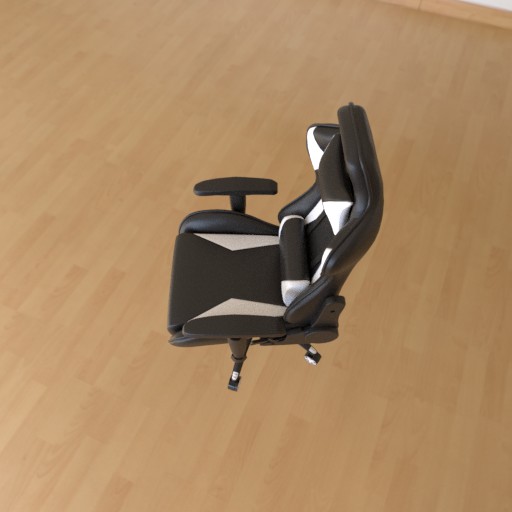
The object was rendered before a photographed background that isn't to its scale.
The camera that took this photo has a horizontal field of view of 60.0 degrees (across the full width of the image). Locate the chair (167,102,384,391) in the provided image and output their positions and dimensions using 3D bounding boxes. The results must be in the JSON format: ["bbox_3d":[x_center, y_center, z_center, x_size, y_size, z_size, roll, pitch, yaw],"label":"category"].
[{"bbox_3d":[0.000,0.000,1.695,0.695,1.285,0.730,-1,58,0],"label":"chair"}]
